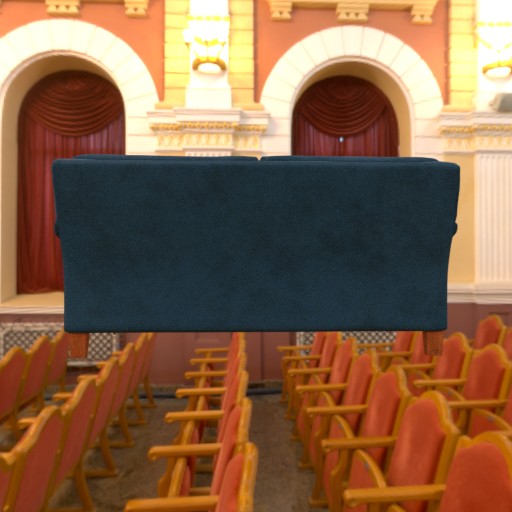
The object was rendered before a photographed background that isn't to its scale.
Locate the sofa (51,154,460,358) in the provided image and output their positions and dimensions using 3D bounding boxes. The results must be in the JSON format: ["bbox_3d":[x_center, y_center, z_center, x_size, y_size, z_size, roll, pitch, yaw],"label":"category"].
[{"bbox_3d":[0.000,0.000,2.728,2.141,1.101,1.084,0,-1,-2],"label":"sofa"}]
